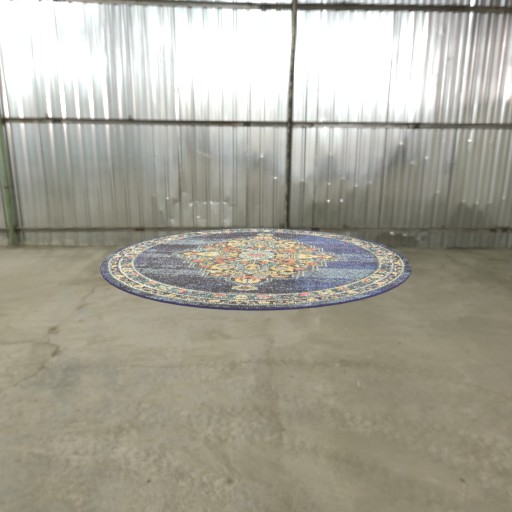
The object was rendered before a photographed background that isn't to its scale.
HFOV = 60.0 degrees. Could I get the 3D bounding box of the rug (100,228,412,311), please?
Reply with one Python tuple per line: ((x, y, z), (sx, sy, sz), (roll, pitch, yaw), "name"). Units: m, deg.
((0.000, 0.000, 3.586), (2.386, 0.014, 2.386), (0, 14, 0), "rug")
